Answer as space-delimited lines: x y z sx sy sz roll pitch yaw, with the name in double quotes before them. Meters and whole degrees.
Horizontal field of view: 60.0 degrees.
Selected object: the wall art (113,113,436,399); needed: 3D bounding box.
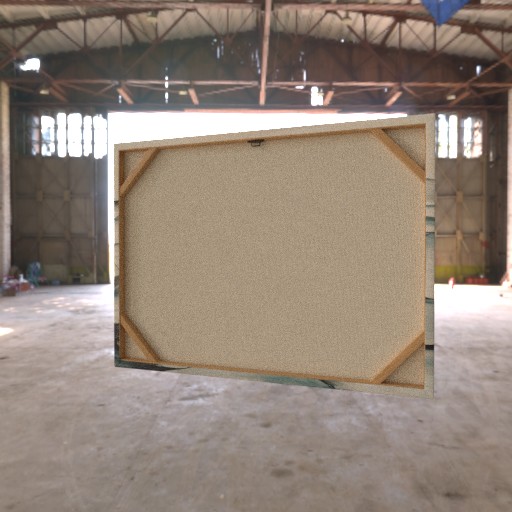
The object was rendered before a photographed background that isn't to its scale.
"wall art" 0.000 0.000 1.630 1.219 0.915 0.039 0 1 19
